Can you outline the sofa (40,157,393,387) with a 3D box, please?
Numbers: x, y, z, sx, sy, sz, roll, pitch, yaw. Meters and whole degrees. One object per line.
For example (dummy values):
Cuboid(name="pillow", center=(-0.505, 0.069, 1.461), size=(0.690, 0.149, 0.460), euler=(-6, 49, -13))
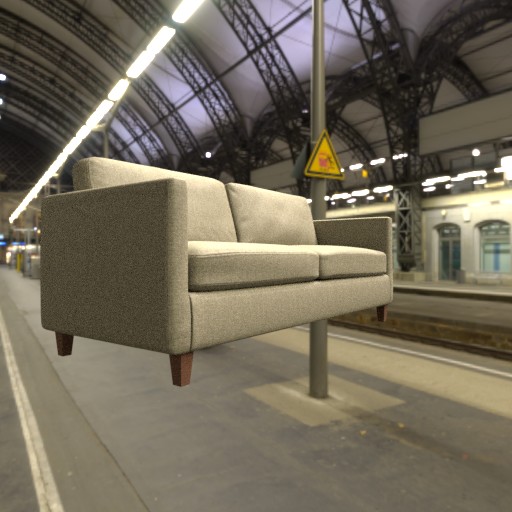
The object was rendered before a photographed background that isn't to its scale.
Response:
Cuboid(name="sofa", center=(0.000, 0.000, 2.694), size=(0.956, 0.960, 2.208), euler=(0, 0, 37))
